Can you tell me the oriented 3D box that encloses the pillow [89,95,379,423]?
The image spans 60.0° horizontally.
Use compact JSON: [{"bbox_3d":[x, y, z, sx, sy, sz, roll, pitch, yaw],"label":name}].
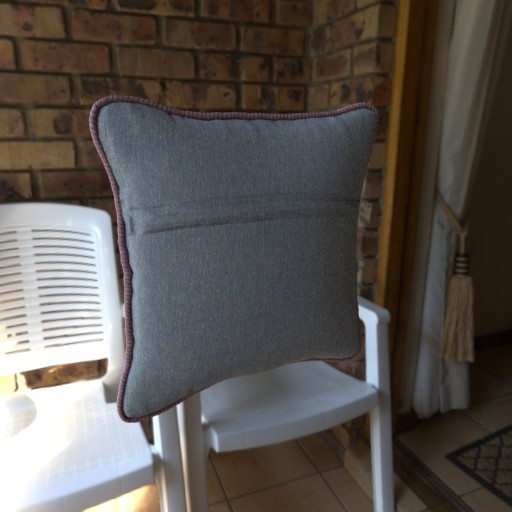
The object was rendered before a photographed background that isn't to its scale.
[{"bbox_3d":[0.000,0.000,0.732,0.482,0.491,0.124,-8,18,-26],"label":"pillow"}]
